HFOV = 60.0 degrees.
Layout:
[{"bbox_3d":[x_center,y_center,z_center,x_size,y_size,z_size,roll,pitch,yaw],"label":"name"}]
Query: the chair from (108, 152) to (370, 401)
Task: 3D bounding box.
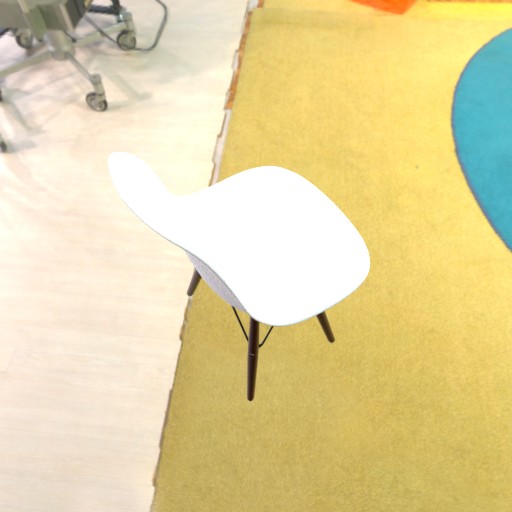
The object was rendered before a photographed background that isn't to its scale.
[{"bbox_3d":[0.000,0.000,1.150,0.533,0.826,0.470,-28,62,-17],"label":"chair"}]
